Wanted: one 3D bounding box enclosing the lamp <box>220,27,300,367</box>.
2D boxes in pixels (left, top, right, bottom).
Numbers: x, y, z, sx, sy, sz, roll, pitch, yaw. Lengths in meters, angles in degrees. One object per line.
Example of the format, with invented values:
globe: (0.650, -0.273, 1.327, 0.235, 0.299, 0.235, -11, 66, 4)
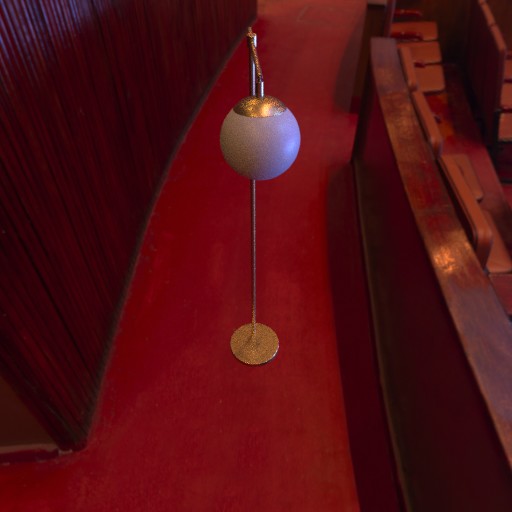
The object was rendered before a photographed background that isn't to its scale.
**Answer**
lamp: (0.000, 0.000, 1.699, 0.249, 1.505, 0.476, -3, 45, -3)
